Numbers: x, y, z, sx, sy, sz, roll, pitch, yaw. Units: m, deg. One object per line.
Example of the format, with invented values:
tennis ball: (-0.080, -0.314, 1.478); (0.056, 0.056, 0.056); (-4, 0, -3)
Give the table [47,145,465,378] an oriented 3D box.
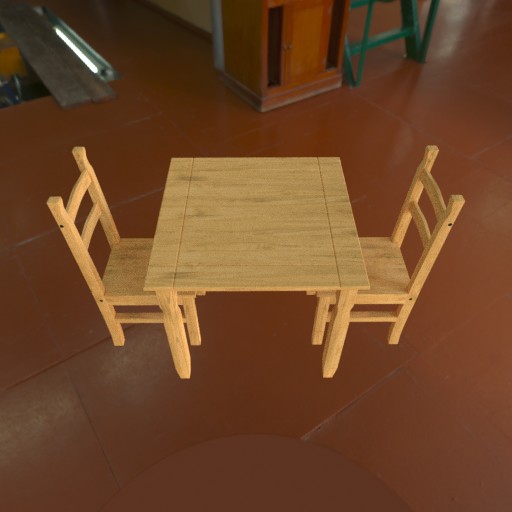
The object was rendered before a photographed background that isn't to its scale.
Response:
table: (0.000, 0.000, 2.054); (1.501, 0.942, 0.813); (0, 46, 0)
